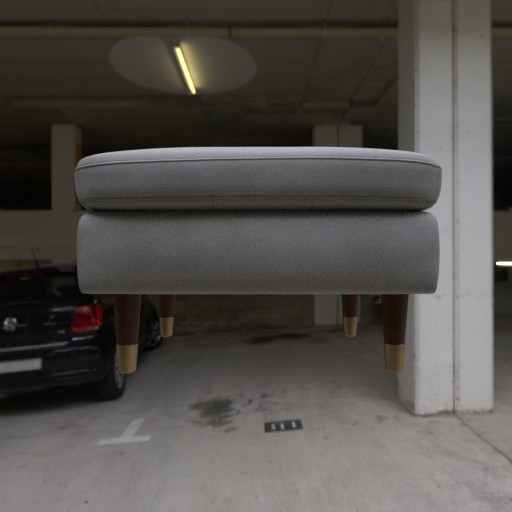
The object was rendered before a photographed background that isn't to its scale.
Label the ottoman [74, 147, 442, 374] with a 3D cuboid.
[{"bbox_3d":[0.000,0.000,1.122,0.747,0.478,0.593,0,0,0],"label":"ottoman"}]
